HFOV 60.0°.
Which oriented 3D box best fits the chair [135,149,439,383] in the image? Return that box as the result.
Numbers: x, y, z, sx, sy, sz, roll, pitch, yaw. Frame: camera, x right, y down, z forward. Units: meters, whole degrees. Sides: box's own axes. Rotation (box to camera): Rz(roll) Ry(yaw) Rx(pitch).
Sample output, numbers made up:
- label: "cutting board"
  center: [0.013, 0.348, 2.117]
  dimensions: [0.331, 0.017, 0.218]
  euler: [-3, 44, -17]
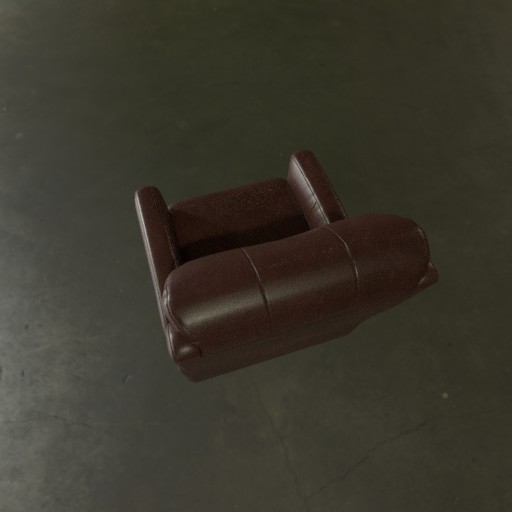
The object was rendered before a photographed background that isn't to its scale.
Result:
- label: "chair"
  center: [0.000, 0.000, 1.671]
  dimensions: [0.787, 1.016, 0.939]
  euler: [-15, 58, -10]
